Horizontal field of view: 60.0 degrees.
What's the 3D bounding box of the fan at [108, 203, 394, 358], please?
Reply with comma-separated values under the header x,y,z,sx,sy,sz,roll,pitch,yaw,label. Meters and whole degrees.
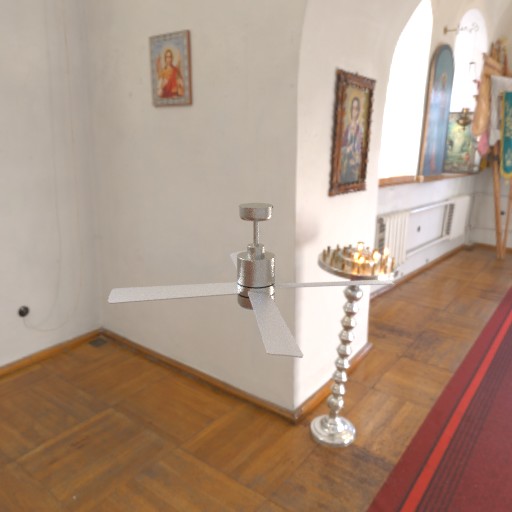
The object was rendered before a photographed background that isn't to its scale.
x,y,z,sx,sy,sz,roll,pitch,yaw,label
0.000,0.000,2.347,1.525,0.539,1.525,-2,16,-8,fan
